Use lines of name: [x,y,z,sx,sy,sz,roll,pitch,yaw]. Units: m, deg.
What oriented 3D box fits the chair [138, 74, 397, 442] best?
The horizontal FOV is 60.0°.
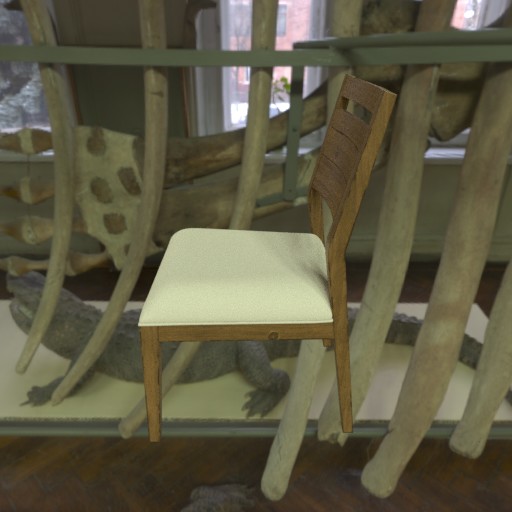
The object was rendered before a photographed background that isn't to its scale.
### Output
chair: [0.000,0.000,1.271,0.610,0.939,0.497,0,27,0]
